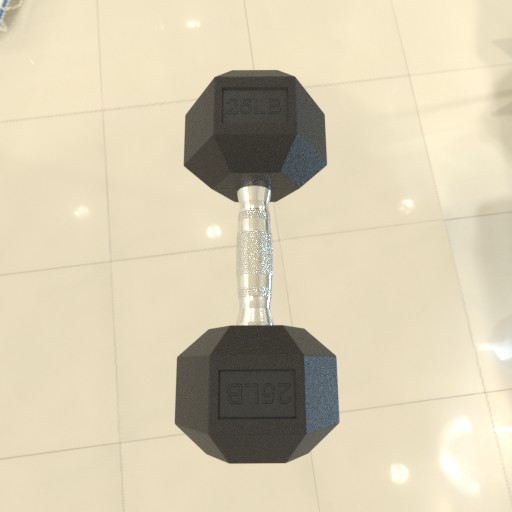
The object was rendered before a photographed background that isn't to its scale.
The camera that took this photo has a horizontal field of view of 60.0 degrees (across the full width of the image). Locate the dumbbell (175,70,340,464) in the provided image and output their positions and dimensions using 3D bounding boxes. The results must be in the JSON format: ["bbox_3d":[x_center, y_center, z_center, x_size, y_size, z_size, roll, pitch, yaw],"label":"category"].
[{"bbox_3d":[0.000,0.000,0.380,0.129,0.113,0.315,0,76,0],"label":"dumbbell"}]
